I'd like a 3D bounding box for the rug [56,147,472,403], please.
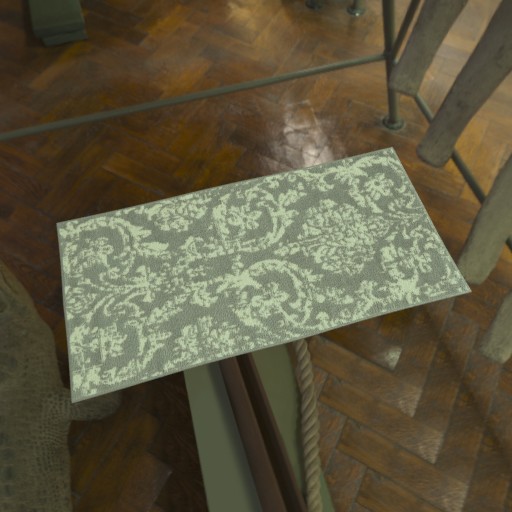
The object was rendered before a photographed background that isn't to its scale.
[{"bbox_3d":[0.000,0.000,1.425,1.219,0.007,0.604,-14,63,-7],"label":"rug"}]
